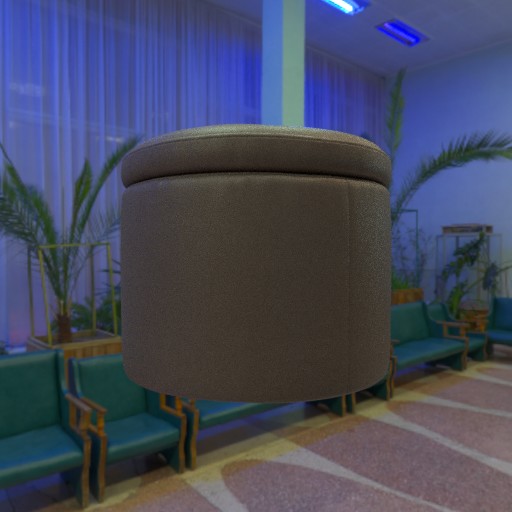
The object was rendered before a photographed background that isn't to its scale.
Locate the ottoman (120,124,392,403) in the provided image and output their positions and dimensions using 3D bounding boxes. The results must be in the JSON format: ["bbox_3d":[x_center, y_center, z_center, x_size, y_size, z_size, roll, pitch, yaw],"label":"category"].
[{"bbox_3d":[0.000,0.000,0.854,0.500,0.409,0.500,0,1,0],"label":"ottoman"}]
